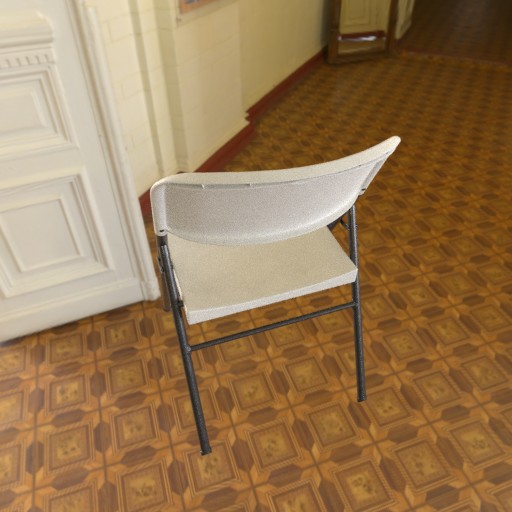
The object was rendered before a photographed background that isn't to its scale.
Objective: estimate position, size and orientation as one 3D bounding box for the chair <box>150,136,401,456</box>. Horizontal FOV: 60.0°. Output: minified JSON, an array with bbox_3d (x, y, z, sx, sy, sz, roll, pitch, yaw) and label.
[{"bbox_3d":[0.000,0.000,1.145,0.494,0.810,0.566,-13,43,-15],"label":"chair"}]
